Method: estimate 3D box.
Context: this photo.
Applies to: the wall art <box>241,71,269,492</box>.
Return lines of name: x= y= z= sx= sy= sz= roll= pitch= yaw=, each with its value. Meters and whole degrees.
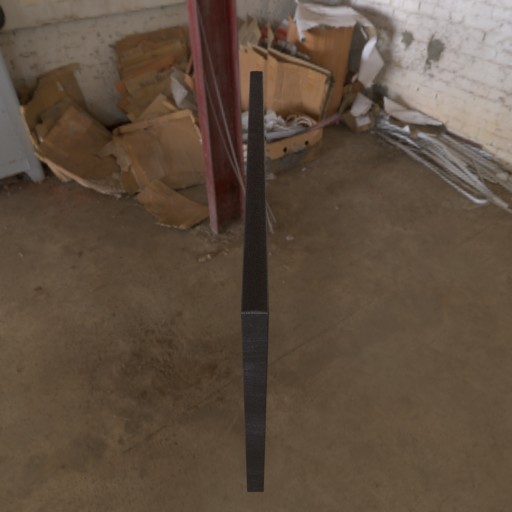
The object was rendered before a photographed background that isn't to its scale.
wall art: x=0.000 y=0.000 z=1.133 sx=0.038 sy=0.612 sz=0.912 roll=0 pitch=42 yaw=0
